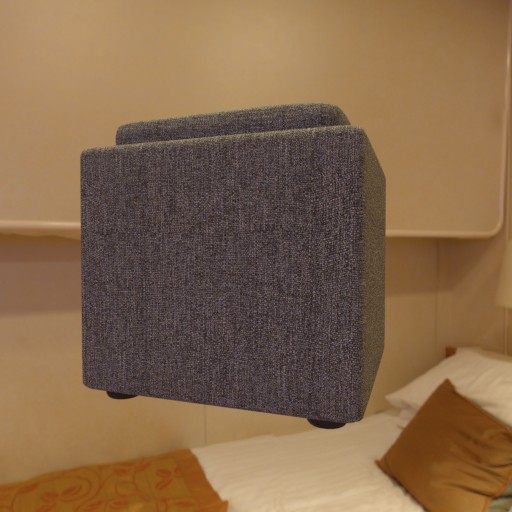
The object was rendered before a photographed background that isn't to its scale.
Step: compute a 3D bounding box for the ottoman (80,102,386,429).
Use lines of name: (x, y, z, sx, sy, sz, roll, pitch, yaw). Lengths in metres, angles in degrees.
ottoman: (0.000, 0.000, 0.843, 0.450, 0.460, 0.450, 1, 2, 20)
